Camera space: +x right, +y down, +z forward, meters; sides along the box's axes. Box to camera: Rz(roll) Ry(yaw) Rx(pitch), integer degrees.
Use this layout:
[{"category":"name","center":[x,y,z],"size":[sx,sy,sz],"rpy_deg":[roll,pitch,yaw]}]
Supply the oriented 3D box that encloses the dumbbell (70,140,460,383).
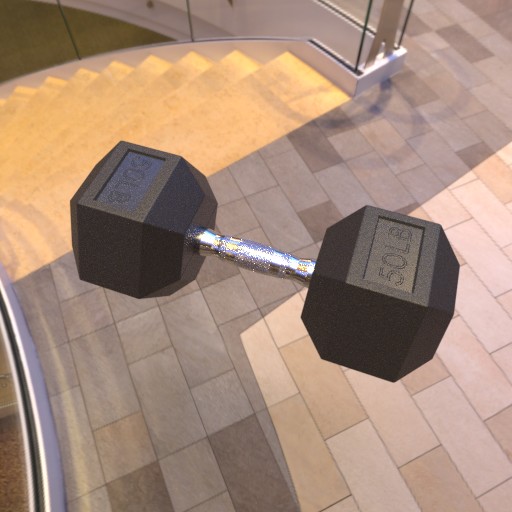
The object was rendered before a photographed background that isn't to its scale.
[{"category":"dumbbell","center":[0.000,0.000,0.471],"size":[0.384,0.150,0.173],"rpy_deg":[16,60,10]}]
